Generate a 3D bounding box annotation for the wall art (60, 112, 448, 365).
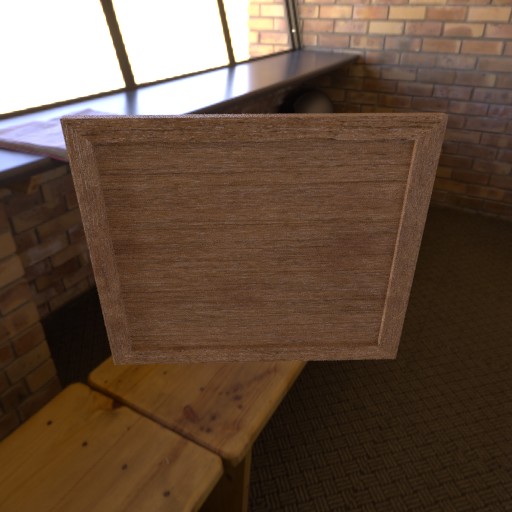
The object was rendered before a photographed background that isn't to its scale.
[{"bbox_3d":[0.000,0.000,0.947,0.690,0.588,0.026,-1,31,-2],"label":"wall art"}]
